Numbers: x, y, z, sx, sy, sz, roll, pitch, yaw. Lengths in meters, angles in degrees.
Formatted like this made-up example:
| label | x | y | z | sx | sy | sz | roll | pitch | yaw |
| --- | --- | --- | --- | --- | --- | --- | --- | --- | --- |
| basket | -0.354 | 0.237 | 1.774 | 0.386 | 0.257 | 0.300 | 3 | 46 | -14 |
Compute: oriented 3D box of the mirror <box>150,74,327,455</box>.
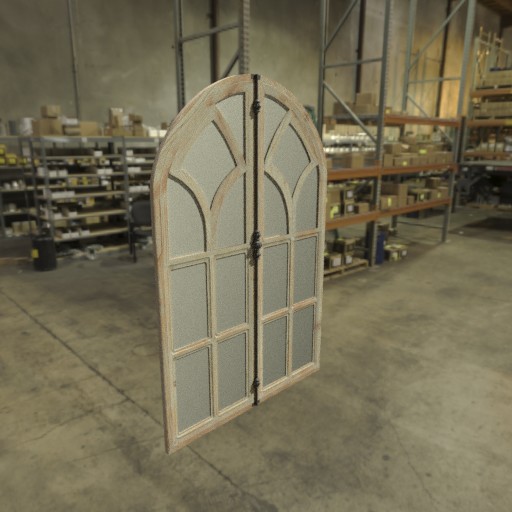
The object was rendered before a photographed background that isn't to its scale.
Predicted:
| label | x | y | z | sx | sy | sz | roll | pitch | yaw |
| --- | --- | --- | --- | --- | --- | --- | --- | --- | --- |
| mirror | 0.000 | 0.000 | 1.195 | 0.609 | 0.915 | 0.032 | -14 | 20 | -43 |
